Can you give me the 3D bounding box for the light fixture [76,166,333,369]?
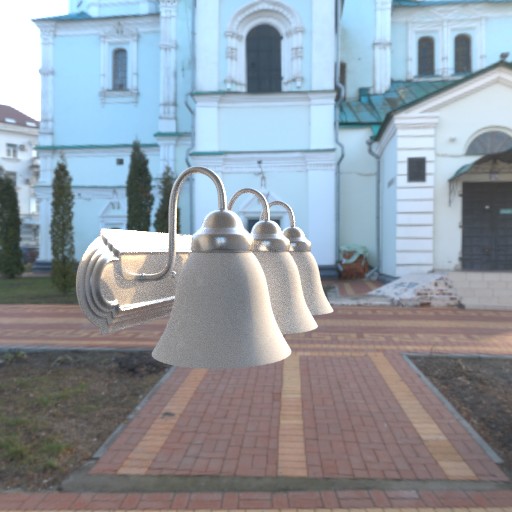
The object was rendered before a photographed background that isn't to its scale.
[{"bbox_3d":[0.000,0.000,0.717,0.199,0.222,0.610,0,1,17],"label":"light fixture"}]
